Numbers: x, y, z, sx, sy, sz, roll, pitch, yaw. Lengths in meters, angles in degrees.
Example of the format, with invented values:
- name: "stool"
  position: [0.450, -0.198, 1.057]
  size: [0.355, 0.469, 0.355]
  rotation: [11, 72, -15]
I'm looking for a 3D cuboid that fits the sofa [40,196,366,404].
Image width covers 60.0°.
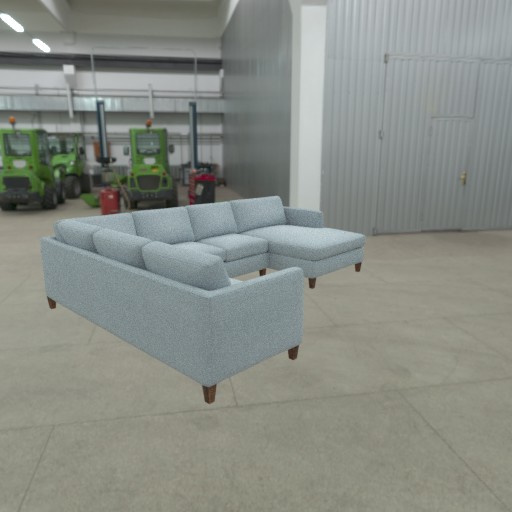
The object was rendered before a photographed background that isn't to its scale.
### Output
- name: "sofa"
  position: [0.000, 0.000, 4.608]
  size: [2.551, 0.889, 3.403]
  rotation: [13, 19, 42]
